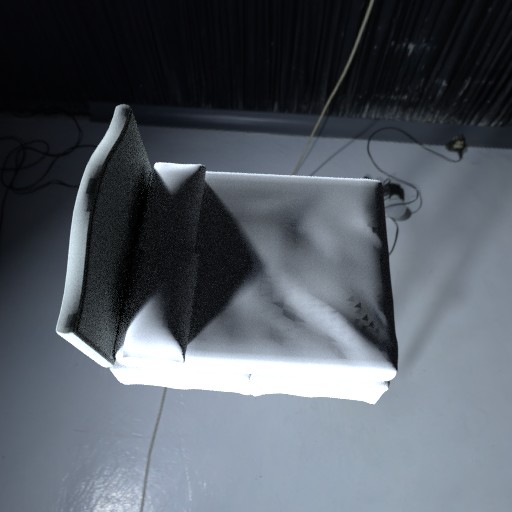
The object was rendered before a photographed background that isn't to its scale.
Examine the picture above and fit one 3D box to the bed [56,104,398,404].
[{"bbox_3d":[0.000,0.000,3.363,2.180,1.607,1.813,3,63,2],"label":"bed"}]
